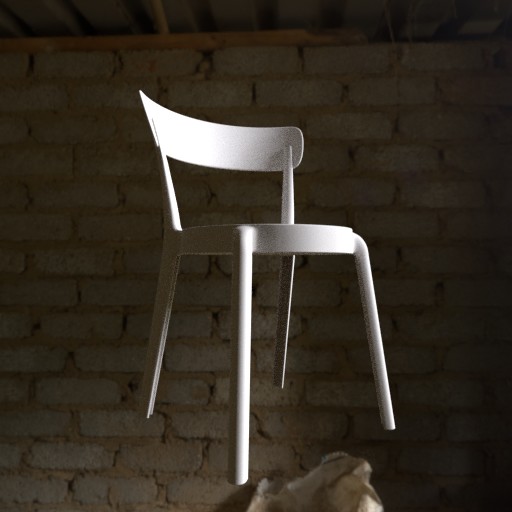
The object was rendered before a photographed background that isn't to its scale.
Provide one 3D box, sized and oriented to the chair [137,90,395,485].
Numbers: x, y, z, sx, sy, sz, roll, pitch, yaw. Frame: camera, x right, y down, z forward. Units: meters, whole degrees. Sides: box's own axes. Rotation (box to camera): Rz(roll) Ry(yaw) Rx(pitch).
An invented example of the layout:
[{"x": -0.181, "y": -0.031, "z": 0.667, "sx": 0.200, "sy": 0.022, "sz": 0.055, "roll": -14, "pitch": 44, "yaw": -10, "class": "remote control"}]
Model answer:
[{"x": 0.000, "y": 0.000, "z": 1.085, "sx": 0.506, "sy": 0.790, "sz": 0.491, "roll": 0, "pitch": -1, "yaw": -36, "class": "chair"}]
